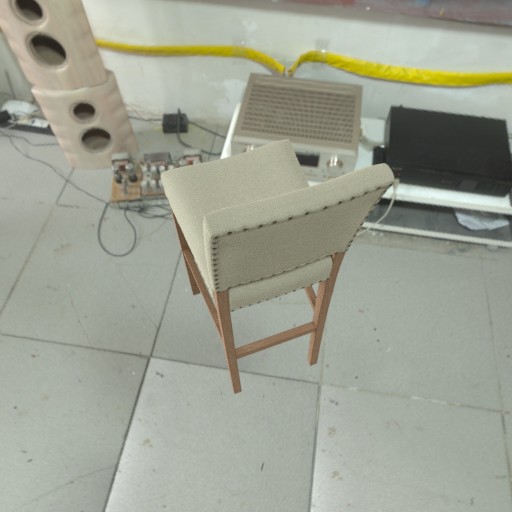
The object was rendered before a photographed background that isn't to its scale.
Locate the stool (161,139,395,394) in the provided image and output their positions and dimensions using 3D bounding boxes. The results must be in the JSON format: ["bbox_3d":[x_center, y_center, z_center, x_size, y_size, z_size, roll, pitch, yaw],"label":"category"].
[{"bbox_3d":[0.000,0.000,1.408,0.428,1.143,0.546,-17,60,-11],"label":"stool"}]
